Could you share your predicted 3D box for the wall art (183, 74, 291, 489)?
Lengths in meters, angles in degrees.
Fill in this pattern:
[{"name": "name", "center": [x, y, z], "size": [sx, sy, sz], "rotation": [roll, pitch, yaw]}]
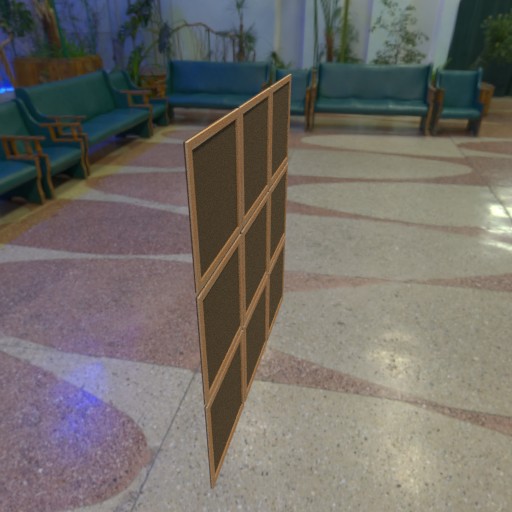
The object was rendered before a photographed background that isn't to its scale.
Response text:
[{"name": "wall art", "center": [0.000, 0.000, 2.219], "size": [0.013, 1.525, 1.520], "rotation": [7, 30, 13]}]
